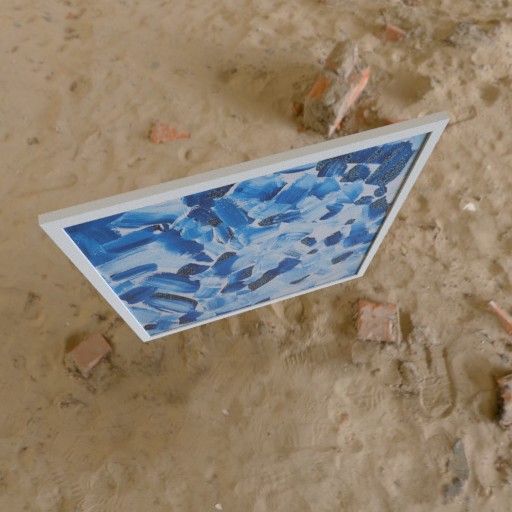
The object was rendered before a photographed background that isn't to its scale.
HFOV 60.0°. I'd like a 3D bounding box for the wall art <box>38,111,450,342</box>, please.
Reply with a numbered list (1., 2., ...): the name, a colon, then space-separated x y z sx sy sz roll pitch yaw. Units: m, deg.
1. wall art: 0.000 0.000 0.680 0.457 0.457 0.012 -16 66 -7
